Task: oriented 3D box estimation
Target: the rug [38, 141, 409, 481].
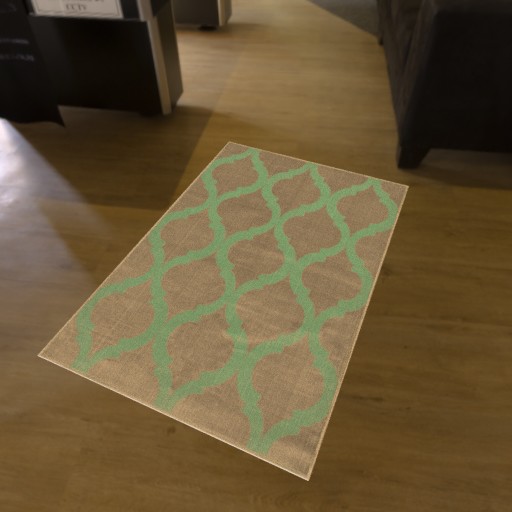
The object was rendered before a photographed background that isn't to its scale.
[{"bbox_3d":[0.000,0.000,2.866,1.524,0.006,2.286,18,49,16],"label":"rug"}]
